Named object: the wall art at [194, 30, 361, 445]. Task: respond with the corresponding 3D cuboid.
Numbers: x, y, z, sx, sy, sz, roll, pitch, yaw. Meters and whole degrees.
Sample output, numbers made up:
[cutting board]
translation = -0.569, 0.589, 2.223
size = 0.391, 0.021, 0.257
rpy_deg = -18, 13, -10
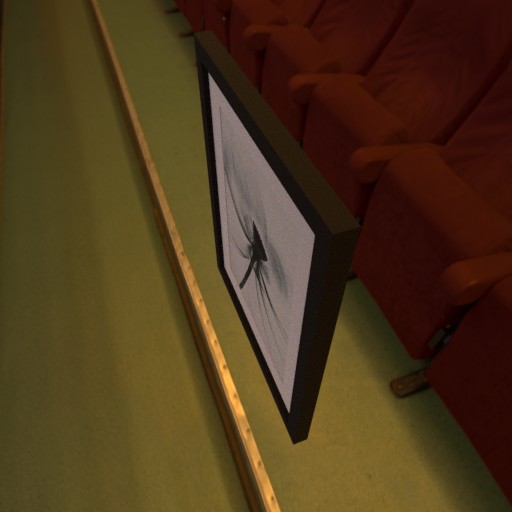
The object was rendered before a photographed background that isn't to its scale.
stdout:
[wall art]
translation = 0.000, 0.000, 0.750
size = 0.029, 0.559, 0.457
rpy_deg = -16, 51, -14
